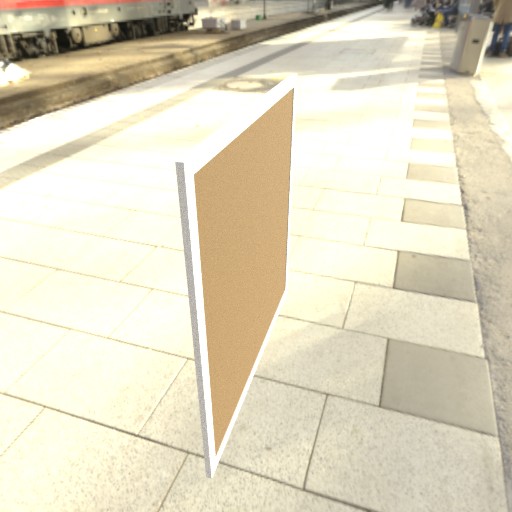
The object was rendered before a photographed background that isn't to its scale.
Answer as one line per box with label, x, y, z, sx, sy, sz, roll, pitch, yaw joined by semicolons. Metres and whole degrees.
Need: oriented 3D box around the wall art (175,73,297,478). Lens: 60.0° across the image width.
wall art;0.000;0.000;1.218;0.015;0.812;0.812;9;33;14
